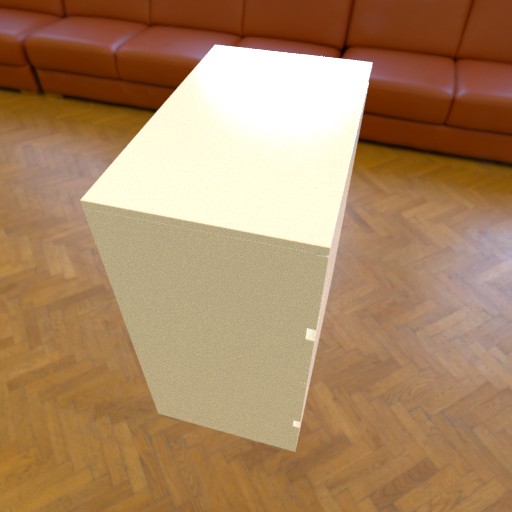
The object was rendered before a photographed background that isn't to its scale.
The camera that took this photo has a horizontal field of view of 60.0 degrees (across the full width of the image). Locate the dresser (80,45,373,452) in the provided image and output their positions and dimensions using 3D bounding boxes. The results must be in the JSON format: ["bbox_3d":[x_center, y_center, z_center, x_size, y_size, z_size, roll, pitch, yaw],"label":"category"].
[{"bbox_3d":[0.000,0.000,1.171,0.400,0.800,0.650,11,47,11],"label":"dresser"}]
